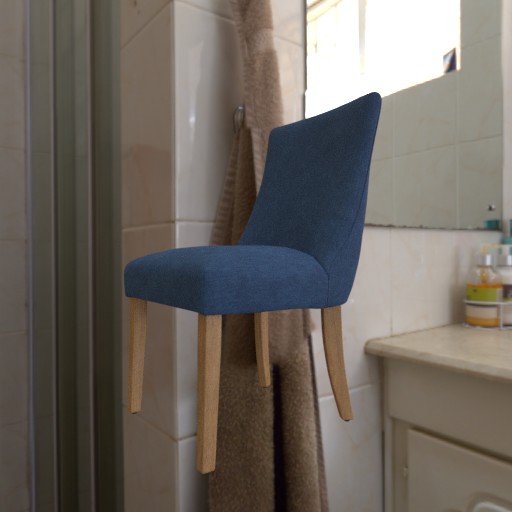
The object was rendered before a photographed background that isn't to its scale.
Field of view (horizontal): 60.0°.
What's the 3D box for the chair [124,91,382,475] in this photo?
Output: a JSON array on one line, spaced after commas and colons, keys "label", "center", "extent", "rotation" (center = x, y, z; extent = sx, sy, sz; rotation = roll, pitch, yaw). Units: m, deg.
[{"label": "chair", "center": [0.000, 0.000, 1.252], "extent": [0.609, 0.902, 0.495], "rotation": [0, 1, -35]}]
